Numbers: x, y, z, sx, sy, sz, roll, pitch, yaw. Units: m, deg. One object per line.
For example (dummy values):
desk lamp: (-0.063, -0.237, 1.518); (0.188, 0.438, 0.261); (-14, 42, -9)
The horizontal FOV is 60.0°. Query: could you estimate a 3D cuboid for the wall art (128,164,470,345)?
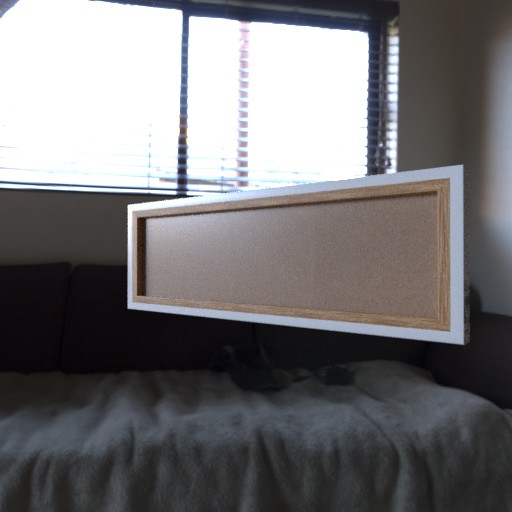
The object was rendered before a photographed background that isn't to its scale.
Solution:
wall art: (0.000, 0.000, 0.872); (0.766, 0.256, 0.036); (0, -1, 37)
